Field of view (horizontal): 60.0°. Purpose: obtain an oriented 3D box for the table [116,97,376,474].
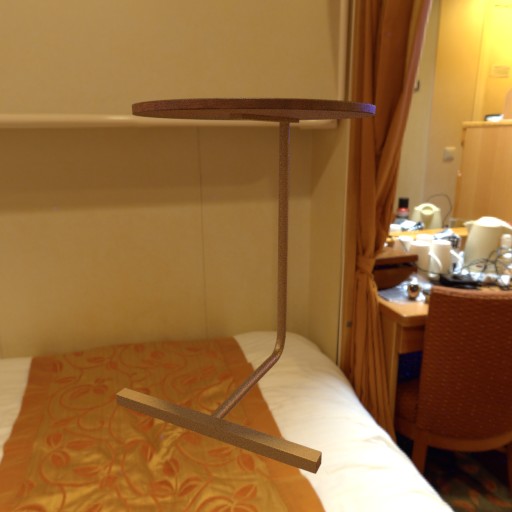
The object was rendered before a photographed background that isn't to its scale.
[{"bbox_3d":[0.000,0.000,1.113,0.530,0.706,0.577,8,17,26],"label":"table"}]
